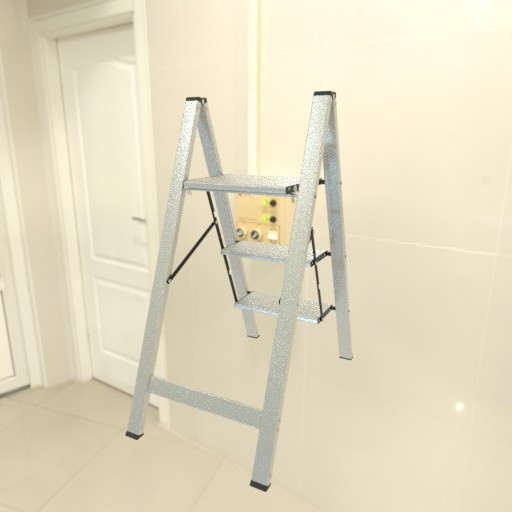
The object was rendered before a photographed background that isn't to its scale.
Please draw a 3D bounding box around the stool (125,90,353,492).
[{"bbox_3d":[0.000,0.000,1.316,0.441,0.902,0.730,8,17,27],"label":"stool"}]
